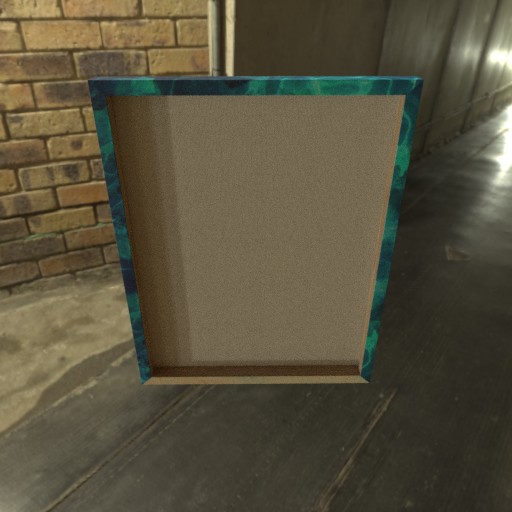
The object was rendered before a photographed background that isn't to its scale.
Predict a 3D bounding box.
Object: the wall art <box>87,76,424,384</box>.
[{"bbox_3d":[0.000,0.000,0.844,0.508,0.635,0.038,0,30,-1],"label":"wall art"}]
